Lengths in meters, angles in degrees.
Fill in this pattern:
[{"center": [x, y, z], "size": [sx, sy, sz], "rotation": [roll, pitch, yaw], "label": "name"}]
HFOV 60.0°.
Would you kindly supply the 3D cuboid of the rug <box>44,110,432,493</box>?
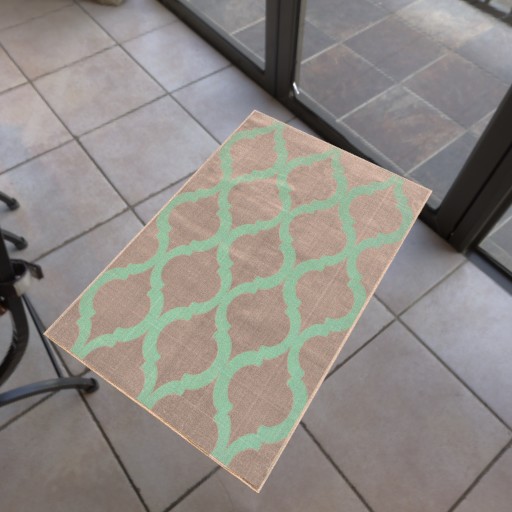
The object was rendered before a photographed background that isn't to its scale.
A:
[{"center": [0.000, 0.000, 2.904], "size": [1.524, 0.006, 2.286], "rotation": [29, 64, 16], "label": "rug"}]
